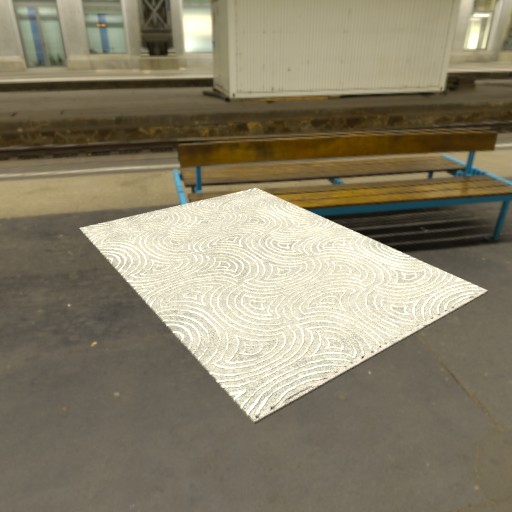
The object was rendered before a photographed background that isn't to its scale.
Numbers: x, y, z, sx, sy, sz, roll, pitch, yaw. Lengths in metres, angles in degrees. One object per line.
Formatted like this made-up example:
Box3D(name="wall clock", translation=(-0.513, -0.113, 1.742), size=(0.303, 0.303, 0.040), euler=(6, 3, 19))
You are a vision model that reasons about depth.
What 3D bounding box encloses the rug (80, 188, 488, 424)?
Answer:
Box3D(name="rug", translation=(0.000, 0.000, 2.761), size=(1.543, 0.015, 2.144), euler=(-18, 32, -31))
